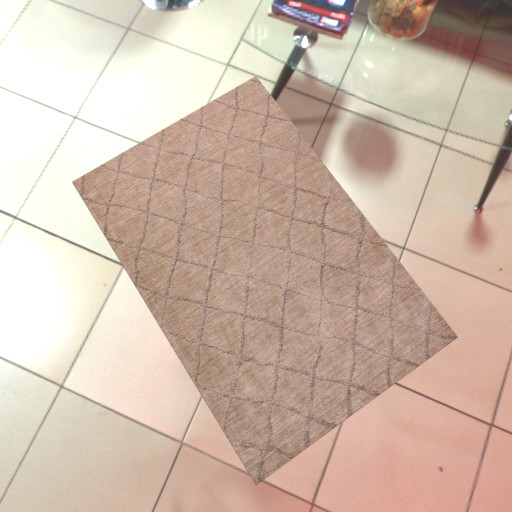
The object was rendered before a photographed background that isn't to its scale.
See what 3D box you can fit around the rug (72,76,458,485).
[{"bbox_3d":[0.000,0.000,2.911,1.521,0.015,2.280,-33,78,-8],"label":"rug"}]
